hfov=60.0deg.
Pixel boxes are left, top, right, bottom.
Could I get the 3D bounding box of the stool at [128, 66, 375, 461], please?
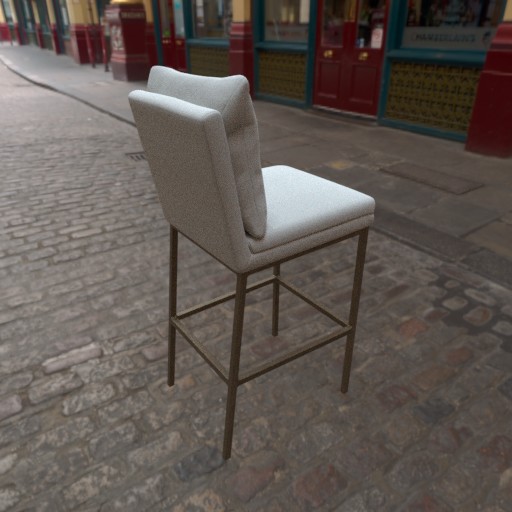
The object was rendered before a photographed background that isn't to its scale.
[{"bbox_3d":[0.000,0.000,1.428,0.572,1.125,0.463,-18,32,-31],"label":"stool"}]
